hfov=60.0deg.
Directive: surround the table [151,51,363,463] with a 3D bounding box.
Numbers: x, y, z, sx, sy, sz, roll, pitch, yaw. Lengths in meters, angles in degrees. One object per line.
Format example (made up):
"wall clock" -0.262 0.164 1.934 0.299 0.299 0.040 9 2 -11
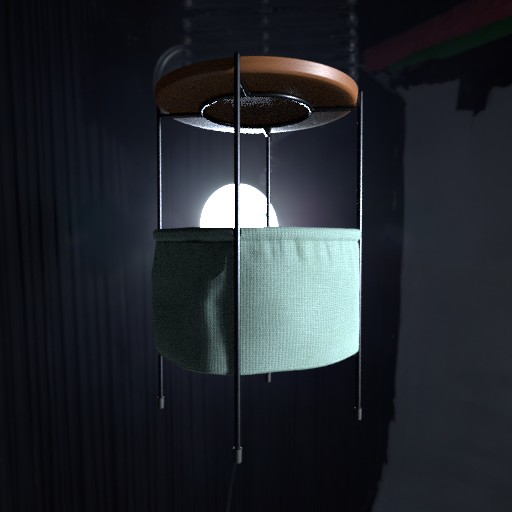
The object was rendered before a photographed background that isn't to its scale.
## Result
"table" 0.000 0.000 0.871 0.400 0.623 0.400 -1 2 -37
